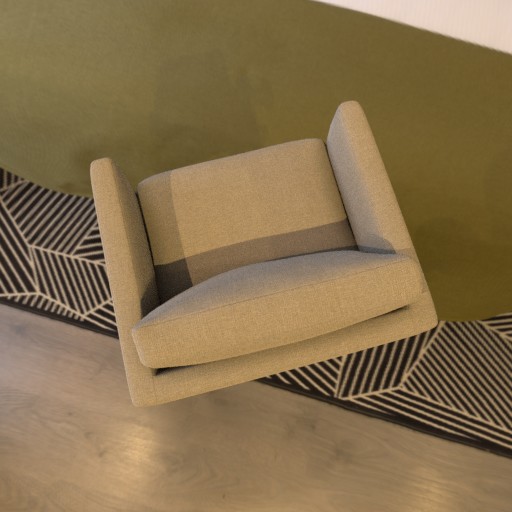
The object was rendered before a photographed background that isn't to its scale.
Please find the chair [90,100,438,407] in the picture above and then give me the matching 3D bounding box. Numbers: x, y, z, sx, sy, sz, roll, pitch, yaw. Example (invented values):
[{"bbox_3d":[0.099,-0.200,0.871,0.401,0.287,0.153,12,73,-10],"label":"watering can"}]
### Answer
[{"bbox_3d":[0.000,0.000,1.861,1.107,0.963,0.959,-14,76,-3],"label":"chair"}]
